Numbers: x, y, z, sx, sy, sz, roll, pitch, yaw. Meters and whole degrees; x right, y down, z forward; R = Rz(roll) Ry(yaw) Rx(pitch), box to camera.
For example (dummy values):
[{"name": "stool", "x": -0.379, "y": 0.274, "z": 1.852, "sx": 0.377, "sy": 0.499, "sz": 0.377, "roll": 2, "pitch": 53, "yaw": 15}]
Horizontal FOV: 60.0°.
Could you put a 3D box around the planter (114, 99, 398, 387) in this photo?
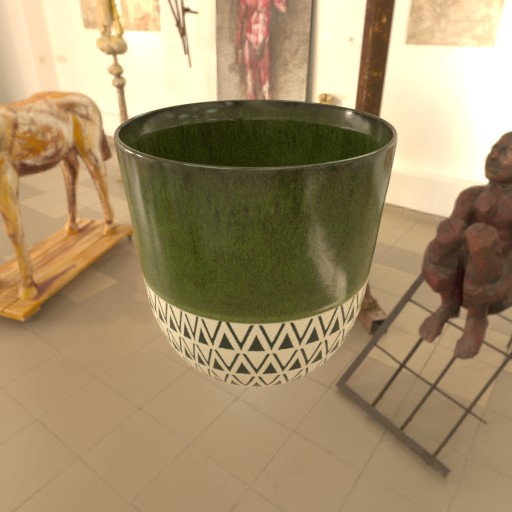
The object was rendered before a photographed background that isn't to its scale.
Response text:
[{"name": "planter", "x": 0.000, "y": 0.000, "z": 0.462, "sx": 0.245, "sy": 0.270, "sz": 0.245, "roll": 0, "pitch": 30, "yaw": 0}]
